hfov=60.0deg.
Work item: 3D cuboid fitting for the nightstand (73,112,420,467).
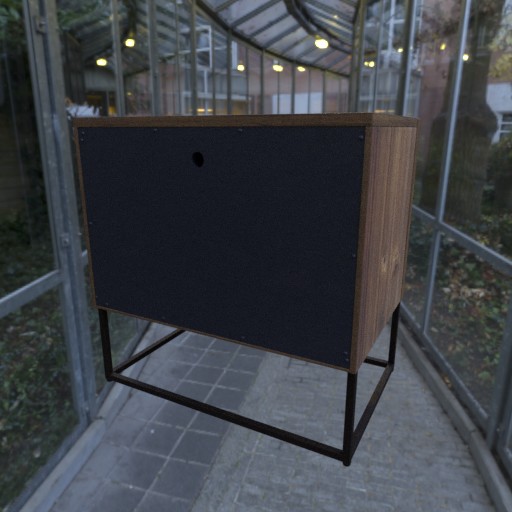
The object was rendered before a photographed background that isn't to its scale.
[{"bbox_3d":[0.000,0.000,1.025,0.610,0.610,0.437,8,18,27],"label":"nightstand"}]
